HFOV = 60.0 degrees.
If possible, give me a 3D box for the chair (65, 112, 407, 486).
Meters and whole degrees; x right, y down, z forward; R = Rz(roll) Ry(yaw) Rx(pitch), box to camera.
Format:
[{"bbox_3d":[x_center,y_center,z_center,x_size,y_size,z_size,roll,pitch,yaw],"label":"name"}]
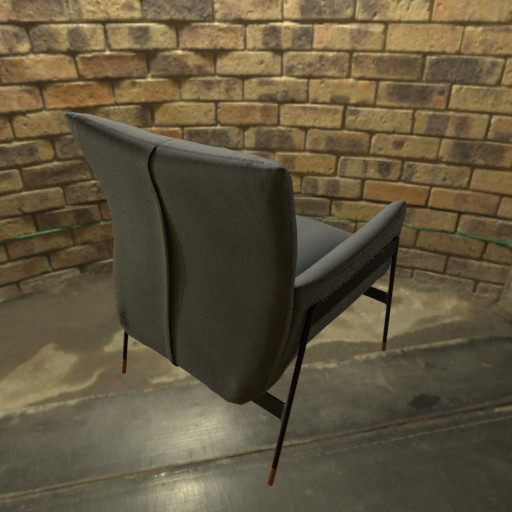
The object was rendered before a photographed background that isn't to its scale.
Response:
[{"bbox_3d":[0.000,0.000,1.333,0.678,0.858,0.709,22,36,34],"label":"chair"}]
